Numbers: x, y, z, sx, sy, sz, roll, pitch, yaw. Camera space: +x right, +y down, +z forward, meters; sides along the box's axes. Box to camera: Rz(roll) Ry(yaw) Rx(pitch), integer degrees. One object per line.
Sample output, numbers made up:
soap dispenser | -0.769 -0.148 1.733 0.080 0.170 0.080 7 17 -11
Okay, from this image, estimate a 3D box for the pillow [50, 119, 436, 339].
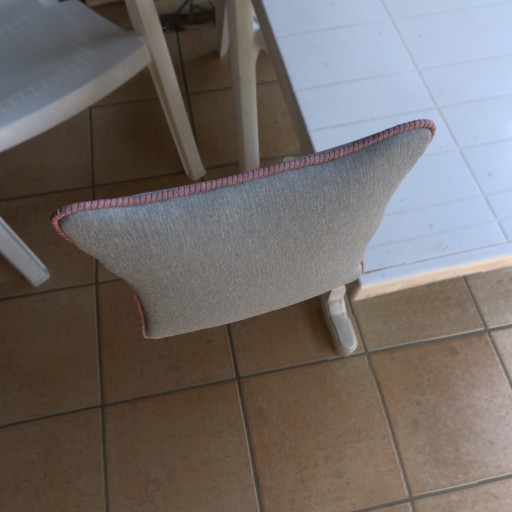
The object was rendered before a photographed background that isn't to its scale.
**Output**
pillow | 0.000 0.000 0.730 0.482 0.491 0.124 -15 64 -8
